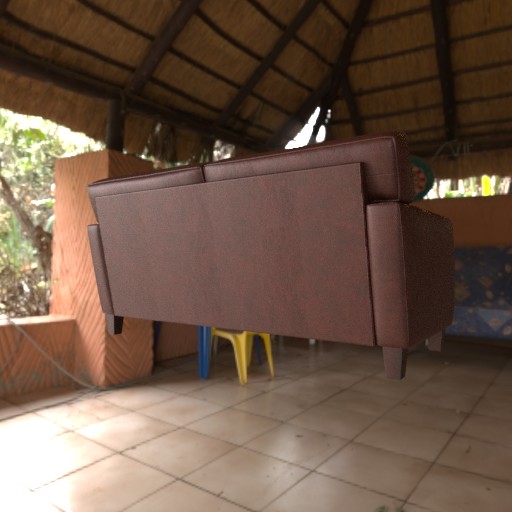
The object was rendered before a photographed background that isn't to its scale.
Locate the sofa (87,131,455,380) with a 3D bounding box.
[{"bbox_3d":[0.000,0.000,2.382,1.876,0.928,0.912,0,0,35],"label":"sofa"}]
